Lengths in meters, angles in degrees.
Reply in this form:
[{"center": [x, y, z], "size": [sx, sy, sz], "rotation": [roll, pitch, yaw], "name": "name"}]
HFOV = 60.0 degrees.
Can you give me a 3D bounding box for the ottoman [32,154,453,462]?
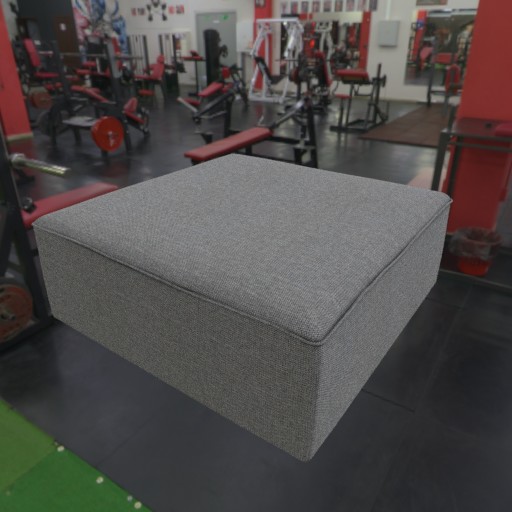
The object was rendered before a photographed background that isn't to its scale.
[{"center": [0.000, 0.000, 1.530], "size": [1.023, 0.423, 1.017], "rotation": [18, 32, 32], "name": "ottoman"}]
